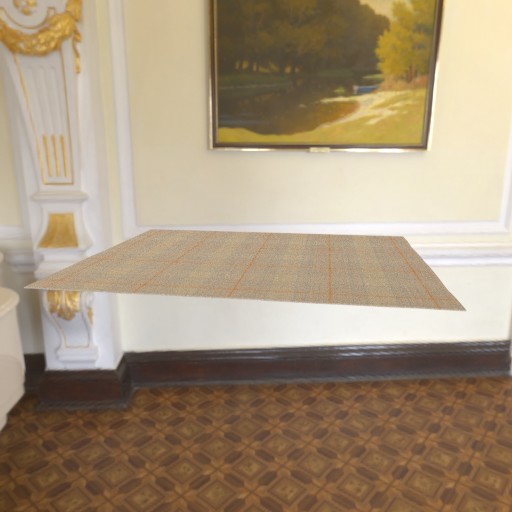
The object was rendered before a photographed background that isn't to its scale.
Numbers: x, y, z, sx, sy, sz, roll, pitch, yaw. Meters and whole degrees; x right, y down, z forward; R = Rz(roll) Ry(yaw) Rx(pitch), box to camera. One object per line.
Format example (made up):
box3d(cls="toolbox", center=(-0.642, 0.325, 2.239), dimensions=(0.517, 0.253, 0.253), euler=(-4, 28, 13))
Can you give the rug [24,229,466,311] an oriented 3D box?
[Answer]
box3d(cls="rug", center=(0.000, 0.000, 4.167), dimensions=(3.051, 0.021, 2.448), euler=(2, 14, 9))
